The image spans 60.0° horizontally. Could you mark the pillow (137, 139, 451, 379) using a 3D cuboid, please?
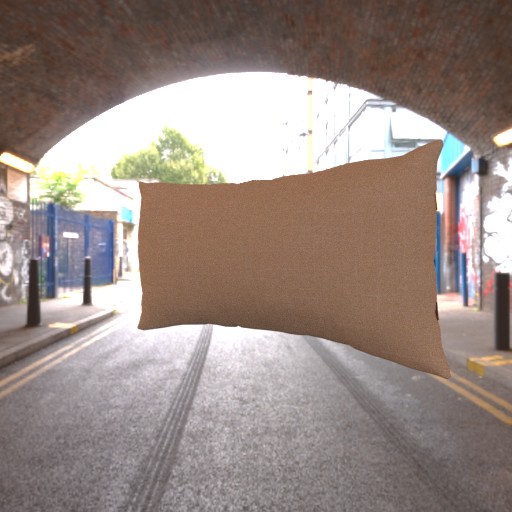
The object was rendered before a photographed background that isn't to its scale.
[{"bbox_3d":[0.000,0.000,0.739,0.612,0.308,0.148,0,0,37],"label":"pillow"}]
